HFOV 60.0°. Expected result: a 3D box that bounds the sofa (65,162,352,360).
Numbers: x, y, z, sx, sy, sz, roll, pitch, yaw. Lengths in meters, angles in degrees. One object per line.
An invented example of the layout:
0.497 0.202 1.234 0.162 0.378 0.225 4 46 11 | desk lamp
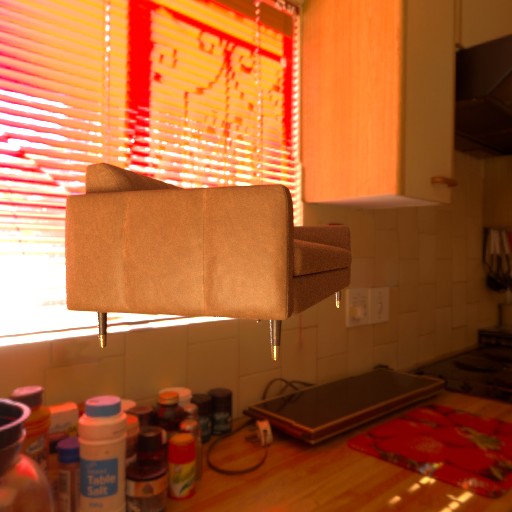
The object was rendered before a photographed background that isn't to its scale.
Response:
0.000 0.000 2.767 0.990 0.821 2.291 0 0 18 | sofa
